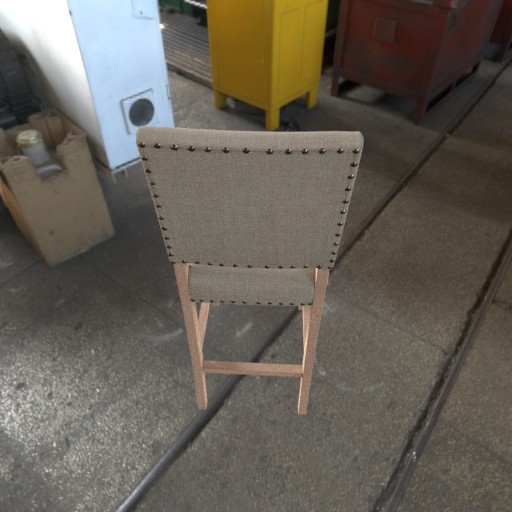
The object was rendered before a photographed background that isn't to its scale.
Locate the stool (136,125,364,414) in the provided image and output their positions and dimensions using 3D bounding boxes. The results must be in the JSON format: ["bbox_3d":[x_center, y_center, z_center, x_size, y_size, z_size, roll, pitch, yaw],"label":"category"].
[{"bbox_3d":[0.000,0.000,1.437,0.445,1.173,0.585,2,45,2],"label":"stool"}]
